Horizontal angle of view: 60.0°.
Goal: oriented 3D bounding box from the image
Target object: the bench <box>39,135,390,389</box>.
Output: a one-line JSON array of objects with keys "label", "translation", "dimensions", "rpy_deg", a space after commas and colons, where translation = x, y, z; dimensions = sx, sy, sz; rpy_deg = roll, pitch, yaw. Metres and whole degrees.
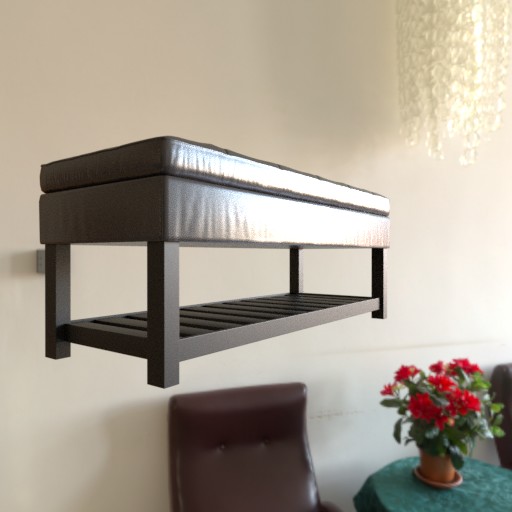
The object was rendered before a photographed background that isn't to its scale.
[{"label": "bench", "translation": [0.000, 0.000, 1.323], "dimensions": [0.432, 0.460, 1.105], "rpy_deg": [0, 0, 37]}]
